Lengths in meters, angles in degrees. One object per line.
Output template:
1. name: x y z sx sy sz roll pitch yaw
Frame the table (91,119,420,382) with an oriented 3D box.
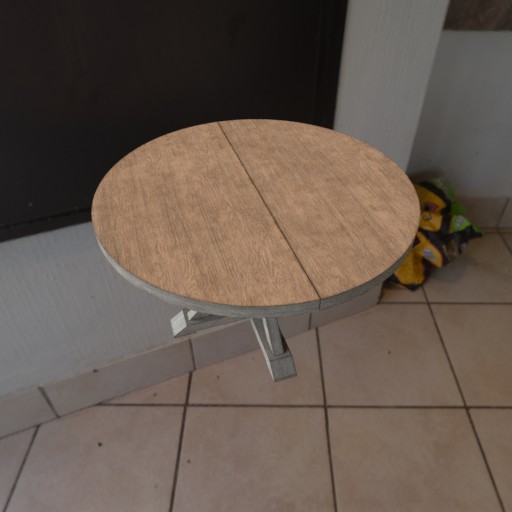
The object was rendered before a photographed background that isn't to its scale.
1. table: 0.000 0.000 2.159 1.363 0.781 1.363 0 42 0
